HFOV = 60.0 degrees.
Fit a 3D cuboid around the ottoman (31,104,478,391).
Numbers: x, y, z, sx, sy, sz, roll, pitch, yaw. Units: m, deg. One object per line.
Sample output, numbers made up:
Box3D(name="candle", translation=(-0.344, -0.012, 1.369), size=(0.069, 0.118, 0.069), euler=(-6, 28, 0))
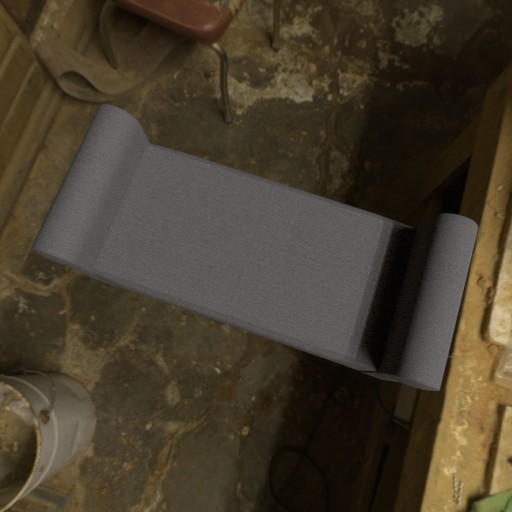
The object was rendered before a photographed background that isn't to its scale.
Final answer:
Box3D(name="ottoman", translation=(0.000, 0.000, 1.551), size=(1.256, 0.547, 0.521), euler=(19, 77, 4))
